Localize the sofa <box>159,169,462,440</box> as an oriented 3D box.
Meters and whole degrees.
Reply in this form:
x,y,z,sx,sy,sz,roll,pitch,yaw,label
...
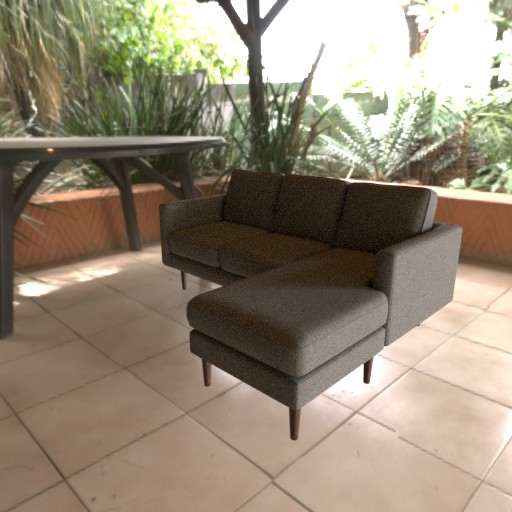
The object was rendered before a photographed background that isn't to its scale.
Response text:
x,y,z,sx,sy,sz,roll,pitch,yaw,label
0.000,0.000,2.969,2.055,0.957,1.667,16,23,42,sofa
